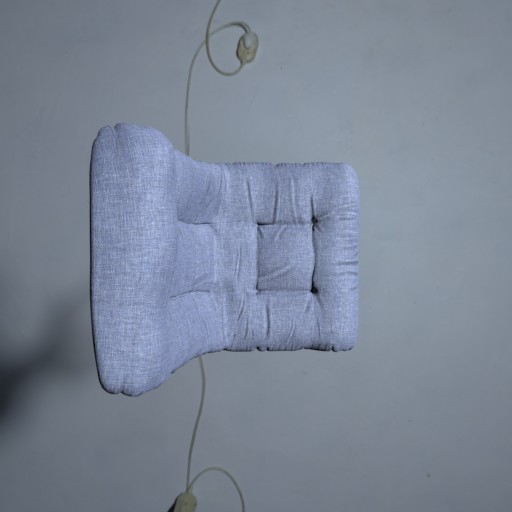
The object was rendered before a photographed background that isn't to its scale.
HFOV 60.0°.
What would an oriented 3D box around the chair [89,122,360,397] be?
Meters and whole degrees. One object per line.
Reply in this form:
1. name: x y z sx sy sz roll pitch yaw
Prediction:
1. chair: 0.000 0.000 1.226 0.668 0.749 0.597 0 90 -1
